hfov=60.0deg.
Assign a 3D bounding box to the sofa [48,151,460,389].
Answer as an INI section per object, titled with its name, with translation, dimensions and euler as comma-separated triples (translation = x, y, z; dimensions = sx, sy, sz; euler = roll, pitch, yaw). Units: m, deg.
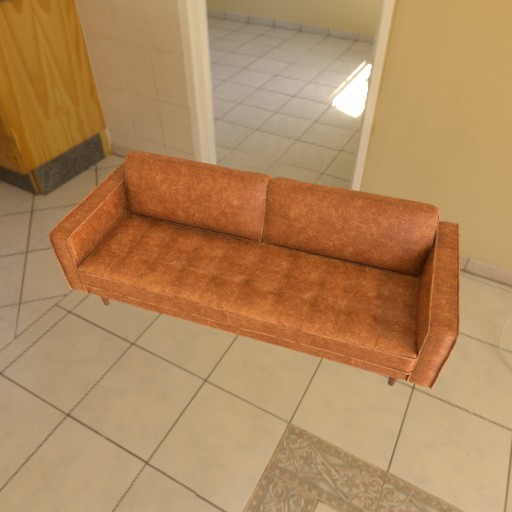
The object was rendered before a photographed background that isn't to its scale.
[sofa]
translation = 0.000, 0.000, 2.616
dimensions = 2.199, 0.779, 0.886
euler = 13, 44, 14
